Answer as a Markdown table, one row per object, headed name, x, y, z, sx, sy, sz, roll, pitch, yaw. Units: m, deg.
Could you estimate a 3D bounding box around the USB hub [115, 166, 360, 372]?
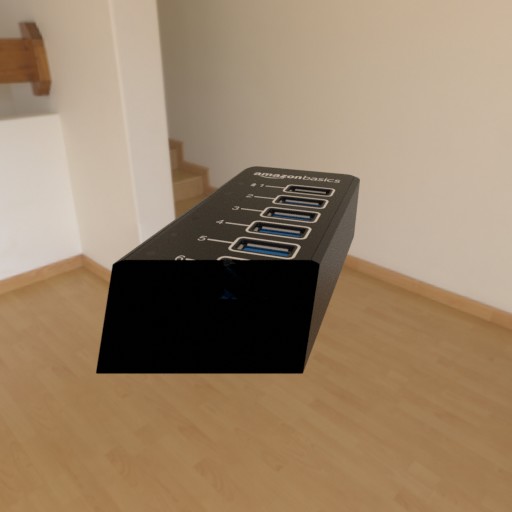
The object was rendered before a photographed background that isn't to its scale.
| name | x | y | z | sx | sy | sz | roll | pitch | yaw |
| --- | --- | --- | --- | --- | --- | --- | --- | --- | --- |
| USB hub | 0.000 | 0.000 | 0.128 | 0.044 | 0.023 | 0.110 | 9 | 28 | 17 |
